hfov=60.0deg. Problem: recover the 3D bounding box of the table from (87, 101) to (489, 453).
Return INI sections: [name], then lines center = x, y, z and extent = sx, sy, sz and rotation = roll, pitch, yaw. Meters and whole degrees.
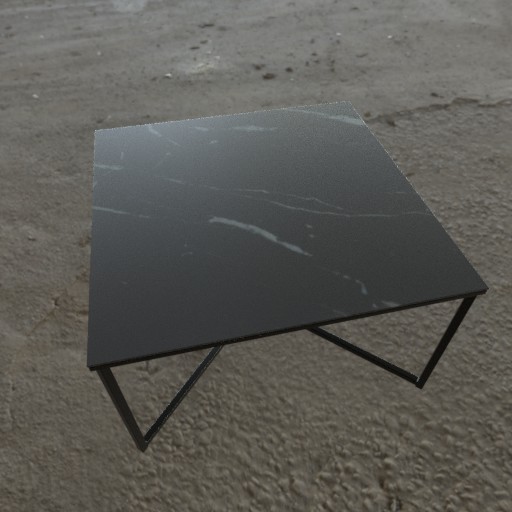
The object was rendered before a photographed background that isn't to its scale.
[table]
center = 0.000, 0.000, 1.277
extent = 0.800, 0.450, 0.800
rotation = -10, 48, -9
